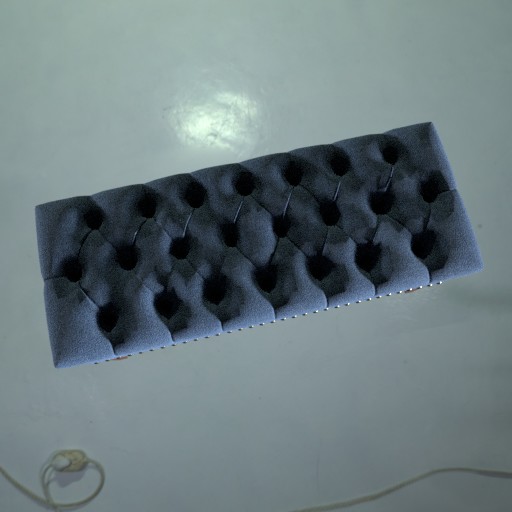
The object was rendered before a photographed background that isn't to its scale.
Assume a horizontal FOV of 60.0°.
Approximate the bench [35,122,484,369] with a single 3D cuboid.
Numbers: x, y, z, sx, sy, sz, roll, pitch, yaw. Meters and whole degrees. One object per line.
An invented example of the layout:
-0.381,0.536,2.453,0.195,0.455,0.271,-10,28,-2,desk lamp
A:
0.000,0.000,1.291,1.052,0.492,0.417,-13,77,-3,bench
